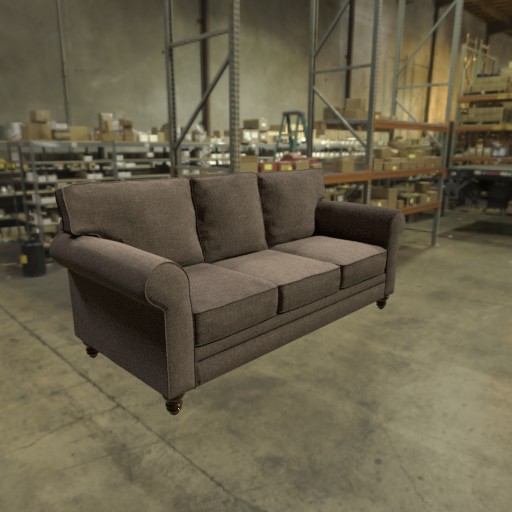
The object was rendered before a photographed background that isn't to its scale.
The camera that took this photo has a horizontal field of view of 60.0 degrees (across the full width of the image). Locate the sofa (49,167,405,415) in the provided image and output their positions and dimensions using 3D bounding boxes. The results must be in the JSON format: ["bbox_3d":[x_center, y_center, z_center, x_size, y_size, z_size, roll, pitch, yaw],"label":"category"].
[{"bbox_3d":[0.000,0.000,2.669,0.916,0.961,2.084,14,19,43],"label":"sofa"}]
